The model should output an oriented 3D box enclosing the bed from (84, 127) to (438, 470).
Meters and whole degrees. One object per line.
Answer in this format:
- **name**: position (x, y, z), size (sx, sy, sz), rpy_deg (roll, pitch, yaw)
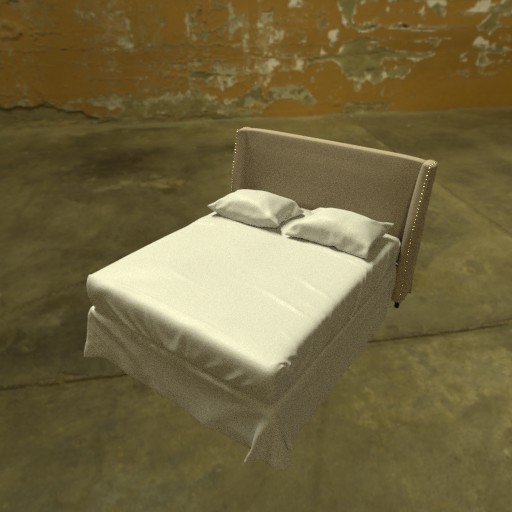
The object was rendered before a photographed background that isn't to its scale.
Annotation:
- **bed**: position (0.000, 0.000, 3.478), size (1.925, 1.332, 2.276), rpy_deg (20, 35, 30)
